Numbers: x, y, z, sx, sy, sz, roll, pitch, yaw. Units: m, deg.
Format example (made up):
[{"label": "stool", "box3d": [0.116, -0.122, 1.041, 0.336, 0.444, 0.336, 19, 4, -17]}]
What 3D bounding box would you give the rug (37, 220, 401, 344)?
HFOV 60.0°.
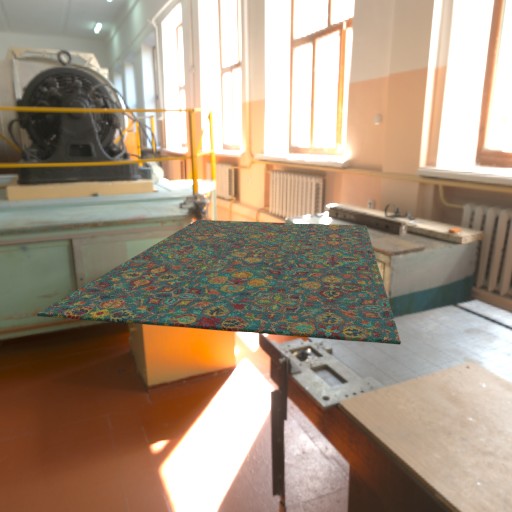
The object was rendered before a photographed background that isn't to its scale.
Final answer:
[{"label": "rug", "box3d": [0.000, 0.000, 2.882, 1.527, 0.016, 2.290, 3, 15, 10]}]
